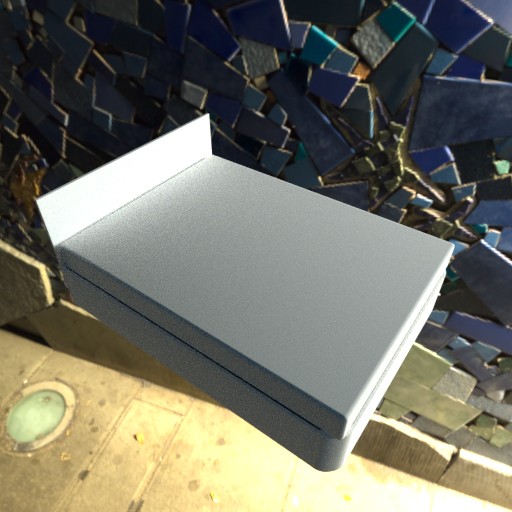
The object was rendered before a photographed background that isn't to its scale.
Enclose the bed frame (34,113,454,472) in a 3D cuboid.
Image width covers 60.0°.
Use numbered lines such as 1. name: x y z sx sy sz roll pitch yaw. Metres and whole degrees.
1. bed frame: 0.000 0.000 2.623 1.900 0.800 1.400 25 47 27
